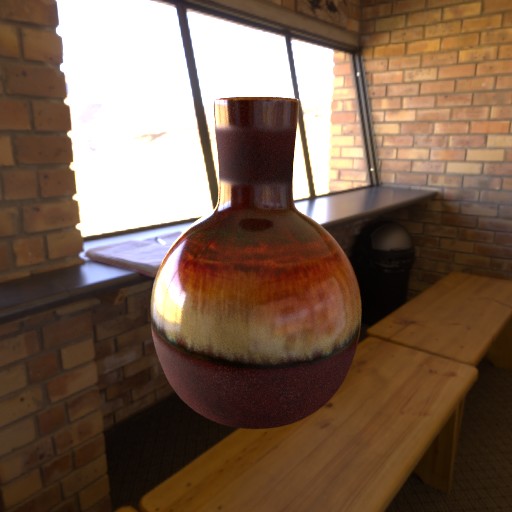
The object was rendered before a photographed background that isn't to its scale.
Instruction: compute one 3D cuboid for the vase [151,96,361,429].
[{"bbox_3d":[0.000,0.000,0.231,0.111,0.154,0.111,0,15,0],"label":"vase"}]
